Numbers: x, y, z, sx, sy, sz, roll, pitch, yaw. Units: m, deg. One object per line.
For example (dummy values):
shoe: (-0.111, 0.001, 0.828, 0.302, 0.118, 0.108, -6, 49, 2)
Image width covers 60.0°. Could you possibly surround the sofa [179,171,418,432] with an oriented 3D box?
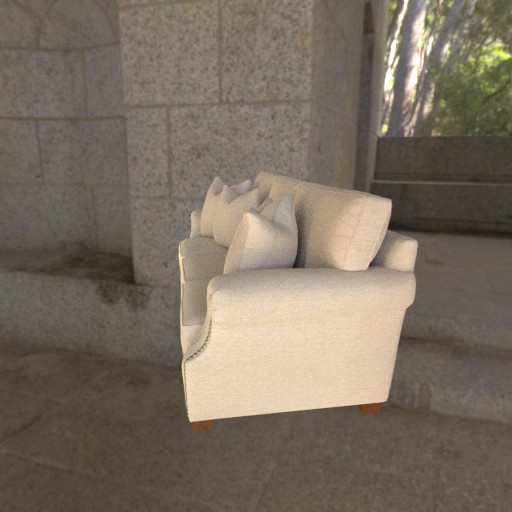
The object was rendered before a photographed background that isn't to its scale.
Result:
sofa: (0.000, 0.000, 2.792, 0.965, 0.975, 2.312, -2, 13, -10)
